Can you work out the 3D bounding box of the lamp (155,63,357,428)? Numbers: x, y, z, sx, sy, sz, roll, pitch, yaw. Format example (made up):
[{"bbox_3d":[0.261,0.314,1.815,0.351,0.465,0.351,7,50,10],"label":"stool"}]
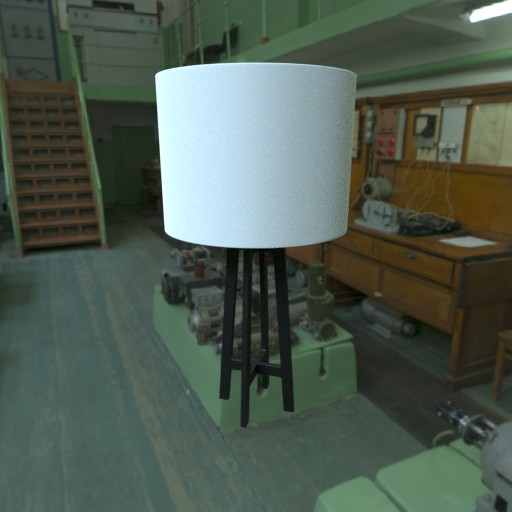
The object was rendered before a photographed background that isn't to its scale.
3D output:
[{"bbox_3d":[0.000,0.000,0.643,0.257,0.489,0.257,-8,17,-26],"label":"lamp"}]
